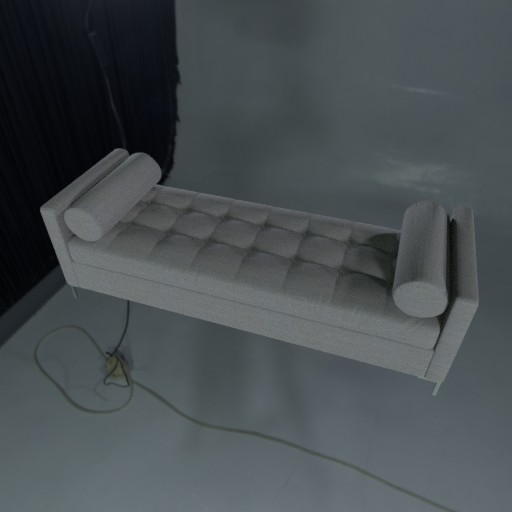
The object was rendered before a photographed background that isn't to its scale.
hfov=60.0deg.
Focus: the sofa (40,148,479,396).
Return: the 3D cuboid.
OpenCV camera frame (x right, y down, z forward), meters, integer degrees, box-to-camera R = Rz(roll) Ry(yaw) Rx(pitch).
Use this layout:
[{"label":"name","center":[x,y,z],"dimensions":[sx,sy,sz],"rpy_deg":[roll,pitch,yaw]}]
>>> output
[{"label":"sofa","center":[0.000,0.000,2.320],"dimensions":[1.981,0.635,0.686],"rpy_deg":[12,41,14]}]
